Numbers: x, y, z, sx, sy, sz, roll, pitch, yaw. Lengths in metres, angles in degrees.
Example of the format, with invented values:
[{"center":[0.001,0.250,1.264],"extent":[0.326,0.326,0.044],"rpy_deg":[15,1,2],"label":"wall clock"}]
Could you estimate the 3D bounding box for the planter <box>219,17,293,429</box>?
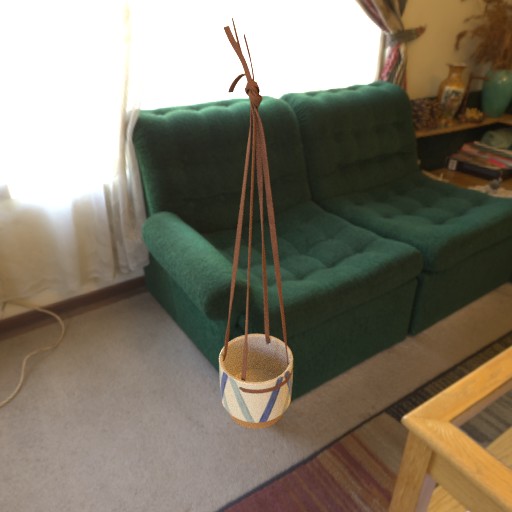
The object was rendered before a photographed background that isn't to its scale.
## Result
[{"center":[0.000,0.000,0.795],"extent":[0.157,0.753,0.153],"rpy_deg":[22,35,34],"label":"planter"}]
